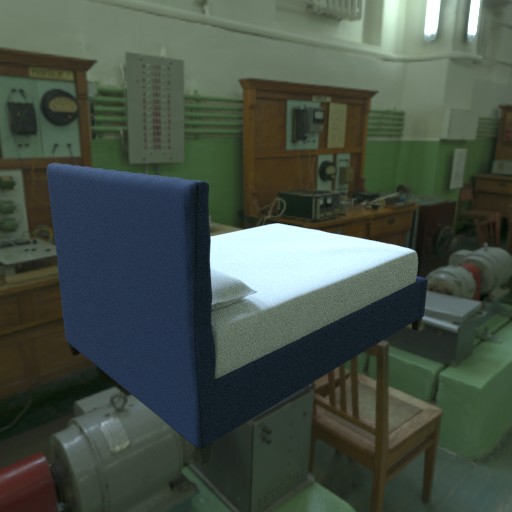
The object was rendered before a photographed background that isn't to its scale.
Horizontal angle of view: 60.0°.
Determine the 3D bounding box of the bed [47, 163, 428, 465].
[{"bbox_3d":[0.000,0.000,3.402,2.387,1.427,1.706,-14,21,-42],"label":"bed"}]
